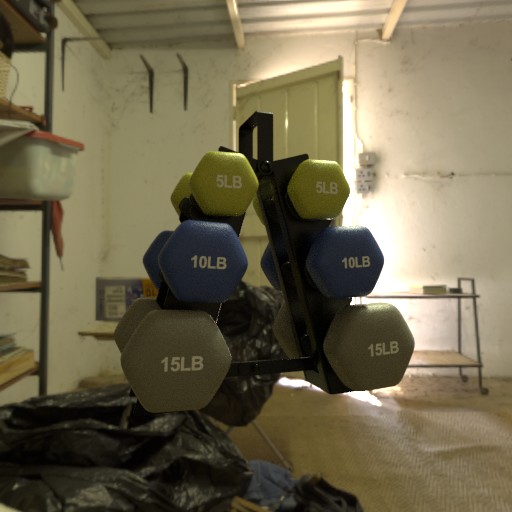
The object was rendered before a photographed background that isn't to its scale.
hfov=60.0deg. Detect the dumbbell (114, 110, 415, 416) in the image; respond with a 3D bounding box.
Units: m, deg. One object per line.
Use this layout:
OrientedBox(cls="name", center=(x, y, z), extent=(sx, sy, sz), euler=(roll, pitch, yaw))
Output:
OrientedBox(cls="dumbbell", center=(0.000, 0.000, 0.691), extent=(0.416, 0.426, 0.261), euler=(0, -1, -19))
